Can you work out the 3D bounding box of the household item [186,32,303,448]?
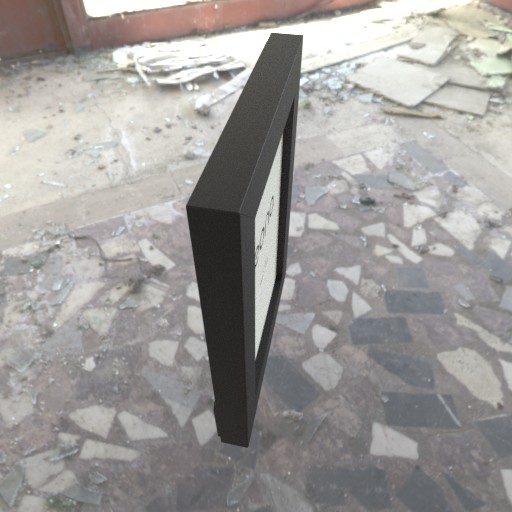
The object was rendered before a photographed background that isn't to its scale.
[{"bbox_3d":[0.000,0.000,0.234,0.022,0.178,0.133,9,47,8],"label":"household item"}]
